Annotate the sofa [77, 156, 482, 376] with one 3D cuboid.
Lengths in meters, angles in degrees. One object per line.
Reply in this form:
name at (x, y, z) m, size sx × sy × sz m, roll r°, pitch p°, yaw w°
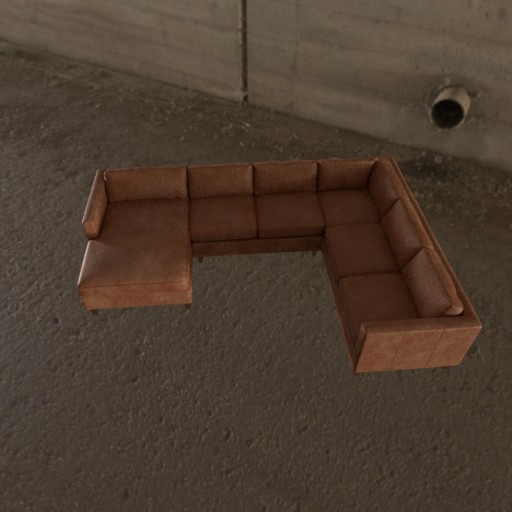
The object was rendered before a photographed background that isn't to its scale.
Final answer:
sofa at (0.000, 0.000, 4.450) m, size 3.401 × 0.832 × 2.430 m, roll -3°, pitch 46°, yaw -3°
